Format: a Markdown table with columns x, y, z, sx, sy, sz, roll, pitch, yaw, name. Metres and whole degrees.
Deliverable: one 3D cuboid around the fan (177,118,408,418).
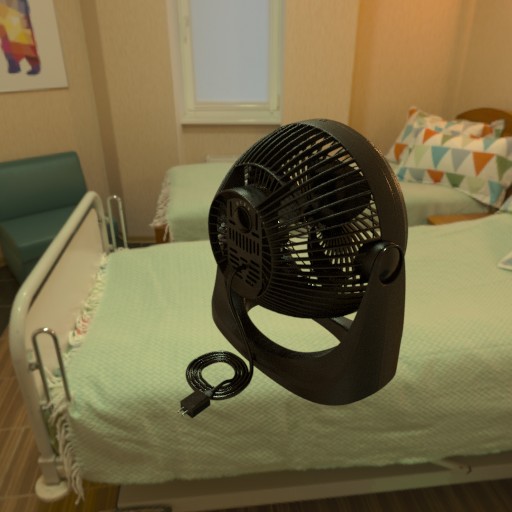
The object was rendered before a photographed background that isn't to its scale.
| x | y | z | sx | sy | sz | roll | pitch | yaw | name |
| --- | --- | --- | --- | --- | --- | --- | --- | --- | --- |
| 0.000 | 0.000 | 0.498 | 0.256 | 0.277 | 0.273 | -19 | 32 | -32 | fan |
